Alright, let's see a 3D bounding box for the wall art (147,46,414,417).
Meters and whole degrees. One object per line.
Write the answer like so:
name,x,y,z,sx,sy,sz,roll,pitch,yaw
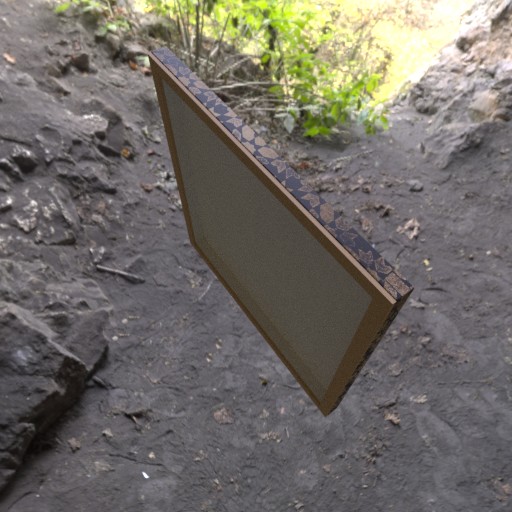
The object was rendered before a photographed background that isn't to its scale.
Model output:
wall art,0.000,0.000,0.925,0.038,0.612,0.612,-31,63,-18
